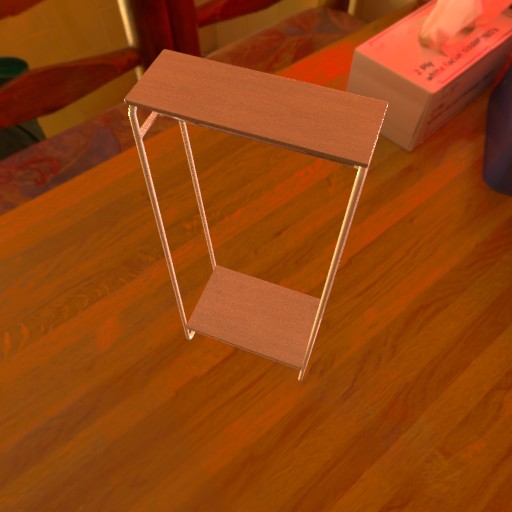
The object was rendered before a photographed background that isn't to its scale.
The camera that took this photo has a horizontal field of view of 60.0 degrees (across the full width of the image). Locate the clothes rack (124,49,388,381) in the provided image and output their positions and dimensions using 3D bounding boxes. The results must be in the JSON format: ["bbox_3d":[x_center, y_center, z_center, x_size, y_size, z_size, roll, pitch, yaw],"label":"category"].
[{"bbox_3d":[0.000,0.000,1.776,0.640,1.512,0.400,18,60,11],"label":"clothes rack"}]
